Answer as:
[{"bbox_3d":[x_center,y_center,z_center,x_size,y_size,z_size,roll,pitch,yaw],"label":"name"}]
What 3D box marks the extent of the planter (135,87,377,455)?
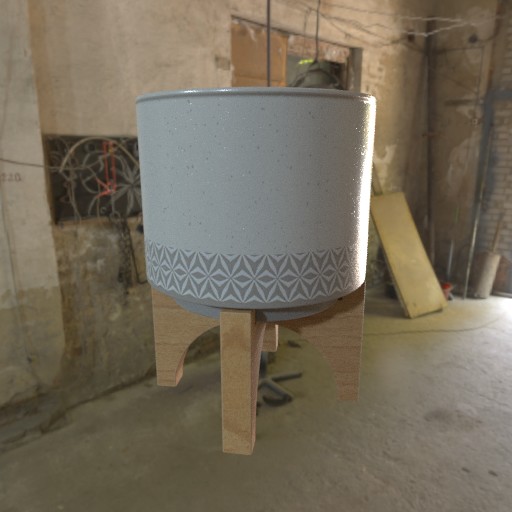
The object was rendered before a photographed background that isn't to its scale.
[{"bbox_3d":[0.000,0.000,0.268,0.130,0.178,0.130,0,14,0],"label":"planter"}]
